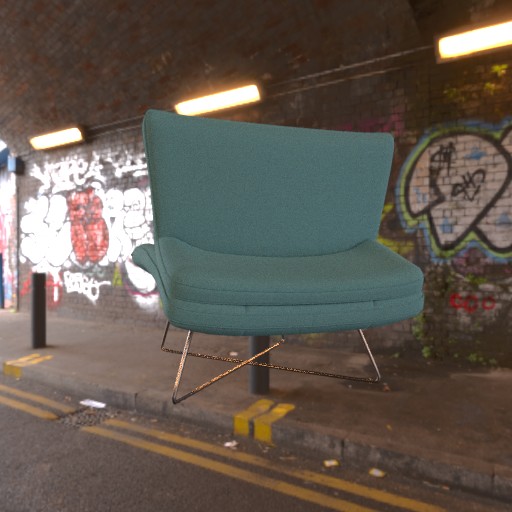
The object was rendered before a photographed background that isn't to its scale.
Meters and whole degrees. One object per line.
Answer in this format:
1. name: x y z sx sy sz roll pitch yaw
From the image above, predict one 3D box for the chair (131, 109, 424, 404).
1. chair: 0.000 0.000 1.640 0.859 0.855 1.008 0 0 -18
